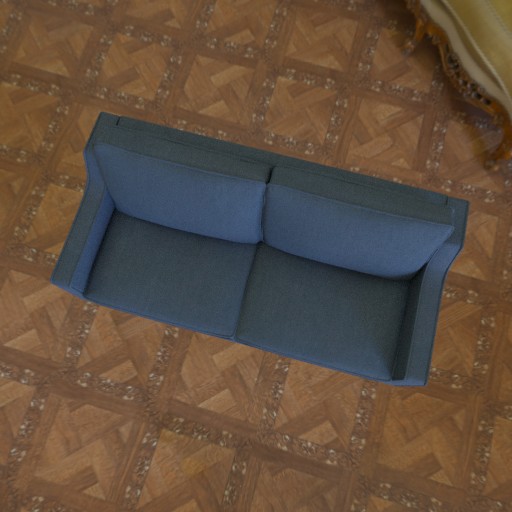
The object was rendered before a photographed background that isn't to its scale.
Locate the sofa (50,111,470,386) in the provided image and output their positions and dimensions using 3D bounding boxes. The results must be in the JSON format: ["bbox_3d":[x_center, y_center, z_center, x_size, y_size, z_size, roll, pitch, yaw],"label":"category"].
[{"bbox_3d":[0.000,0.000,2.738,2.178,1.071,1.066,15,75,4],"label":"sofa"}]
